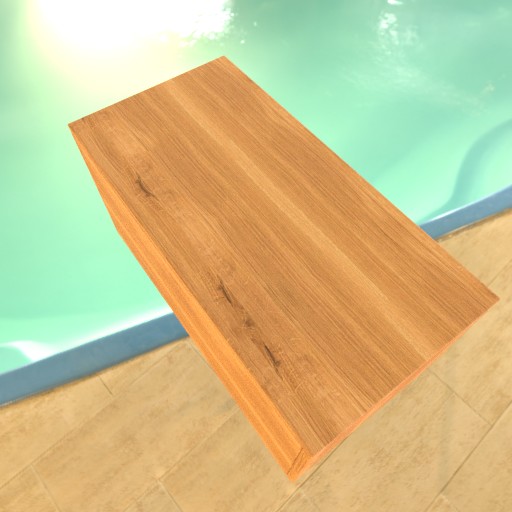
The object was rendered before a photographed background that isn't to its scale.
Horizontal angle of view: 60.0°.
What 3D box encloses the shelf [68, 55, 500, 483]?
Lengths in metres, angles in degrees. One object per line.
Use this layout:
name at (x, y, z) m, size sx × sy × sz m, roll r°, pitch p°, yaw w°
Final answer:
shelf at (0.000, 0.000, 0.997) m, size 0.400 × 0.400 × 0.800 m, roll -32°, pitch 64°, yaw -18°
